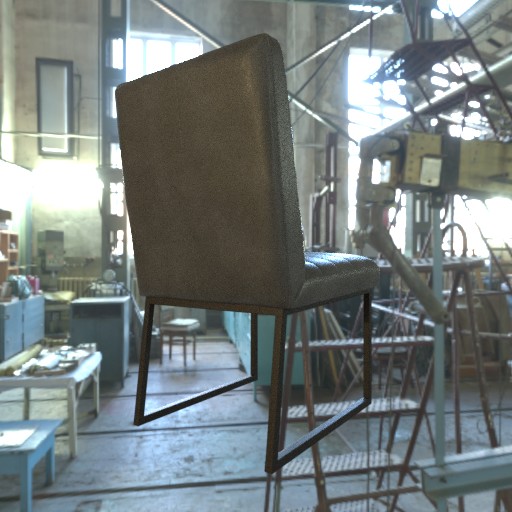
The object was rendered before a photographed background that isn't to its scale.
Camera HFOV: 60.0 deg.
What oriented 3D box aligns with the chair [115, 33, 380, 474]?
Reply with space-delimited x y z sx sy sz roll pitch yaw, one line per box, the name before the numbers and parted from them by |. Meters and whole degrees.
chair | 0.000 0.000 1.287 0.520 0.930 0.634 0 0 36
